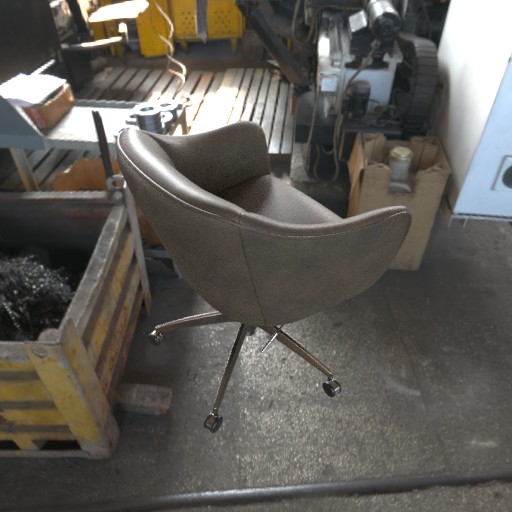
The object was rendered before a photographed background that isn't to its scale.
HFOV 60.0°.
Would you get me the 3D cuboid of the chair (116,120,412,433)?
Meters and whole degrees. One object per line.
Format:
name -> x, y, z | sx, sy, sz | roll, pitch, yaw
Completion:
chair -> 0.000, 0.000, 1.383 | 0.689, 0.827, 0.713 | -27, 48, -27
